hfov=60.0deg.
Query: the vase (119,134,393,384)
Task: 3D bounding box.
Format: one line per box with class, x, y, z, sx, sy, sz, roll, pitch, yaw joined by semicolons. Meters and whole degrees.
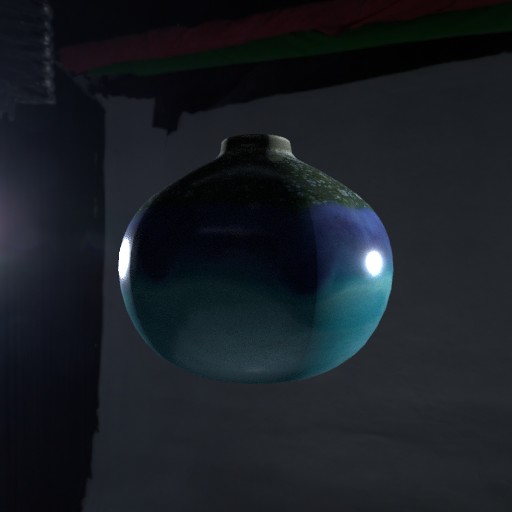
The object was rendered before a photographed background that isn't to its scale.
vase;0.000;0.000;0.260;0.154;0.133;0.154;0;1;0
